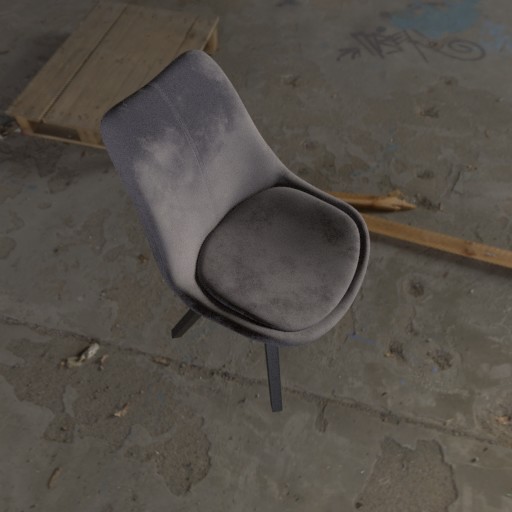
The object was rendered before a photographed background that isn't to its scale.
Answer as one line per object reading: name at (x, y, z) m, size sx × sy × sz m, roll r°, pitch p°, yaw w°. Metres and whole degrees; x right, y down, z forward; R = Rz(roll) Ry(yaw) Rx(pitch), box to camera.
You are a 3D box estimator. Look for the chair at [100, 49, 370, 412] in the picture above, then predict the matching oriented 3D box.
chair at (0.000, 0.000, 1.164) m, size 0.550 × 0.850 × 0.476 m, roll 30°, pitch 62°, yaw 18°
